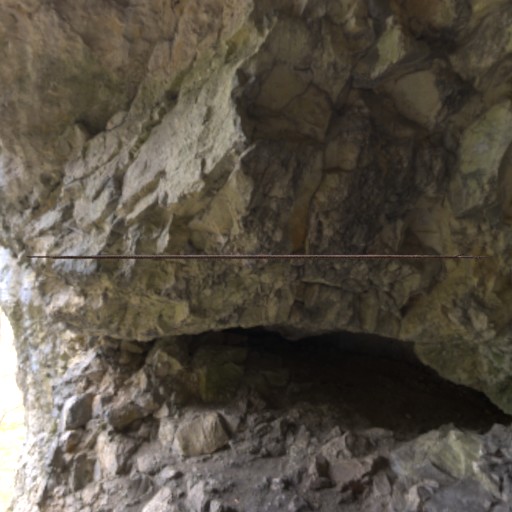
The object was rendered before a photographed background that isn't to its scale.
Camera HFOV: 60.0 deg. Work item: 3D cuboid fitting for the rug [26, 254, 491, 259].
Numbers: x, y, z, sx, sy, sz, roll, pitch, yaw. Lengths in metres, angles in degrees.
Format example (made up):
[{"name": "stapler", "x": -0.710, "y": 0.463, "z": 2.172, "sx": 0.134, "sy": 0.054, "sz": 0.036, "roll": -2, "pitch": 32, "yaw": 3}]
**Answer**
[{"name": "rug", "x": 0.000, "y": 0.000, "z": 2.054, "sx": 1.718, "sy": 0.017, "sz": 0.905, "roll": 0, "pitch": 0, "yaw": -1}]
